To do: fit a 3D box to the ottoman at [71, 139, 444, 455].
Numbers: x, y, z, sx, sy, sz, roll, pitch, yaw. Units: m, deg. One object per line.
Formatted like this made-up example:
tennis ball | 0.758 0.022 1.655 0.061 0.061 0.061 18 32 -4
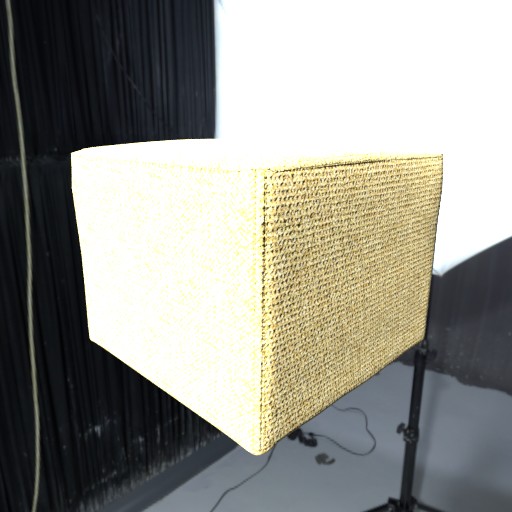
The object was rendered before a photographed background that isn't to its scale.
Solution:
ottoman | 0.000 0.000 0.869 0.505 0.441 0.512 -15 22 -43
